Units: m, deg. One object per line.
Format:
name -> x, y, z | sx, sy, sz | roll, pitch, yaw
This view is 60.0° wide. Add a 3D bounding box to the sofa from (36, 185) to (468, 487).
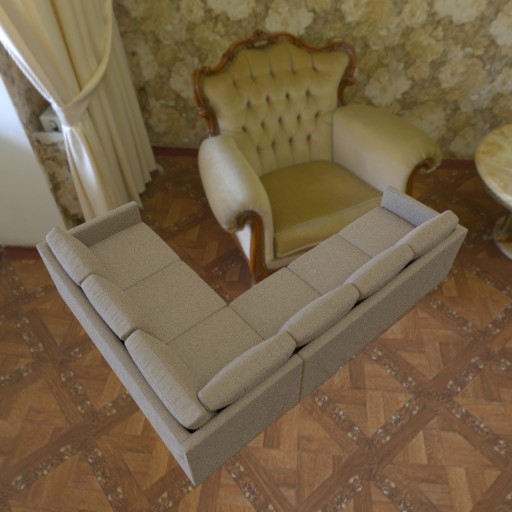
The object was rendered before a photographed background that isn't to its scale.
sofa -> 0.000, 0.000, 4.249 | 3.182, 0.871, 2.432 | -31, 53, -27
